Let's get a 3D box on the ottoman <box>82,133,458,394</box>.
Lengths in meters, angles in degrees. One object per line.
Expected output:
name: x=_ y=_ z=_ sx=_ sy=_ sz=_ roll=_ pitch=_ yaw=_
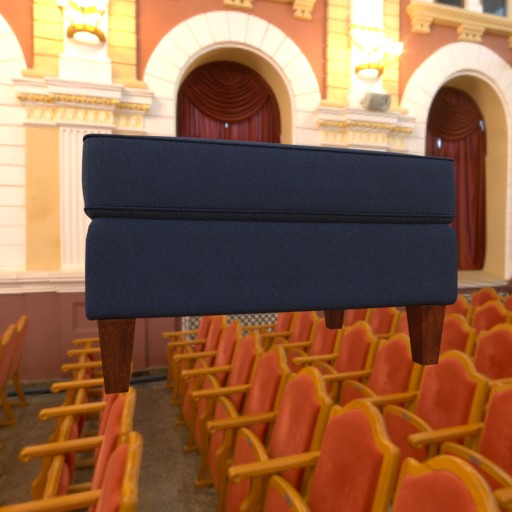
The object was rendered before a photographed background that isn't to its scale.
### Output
ottoman: x=0.000 y=0.000 z=1.363 sx=0.965 sy=0.584 sz=0.686 roll=0 pitch=1 yaw=-17
